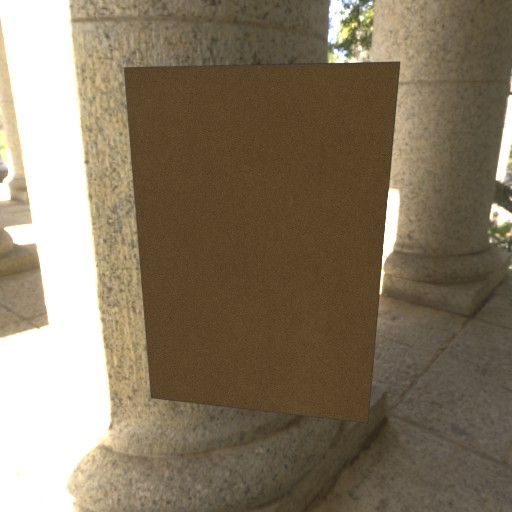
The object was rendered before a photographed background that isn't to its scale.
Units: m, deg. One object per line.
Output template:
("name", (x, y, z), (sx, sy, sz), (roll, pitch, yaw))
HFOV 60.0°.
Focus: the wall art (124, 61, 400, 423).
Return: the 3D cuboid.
("wall art", (0.000, 0.000, 0.573), (0.314, 0.455, 0.019), (3, 18, 10))
